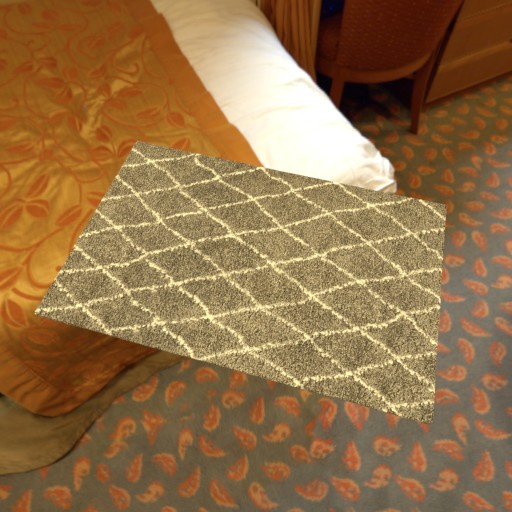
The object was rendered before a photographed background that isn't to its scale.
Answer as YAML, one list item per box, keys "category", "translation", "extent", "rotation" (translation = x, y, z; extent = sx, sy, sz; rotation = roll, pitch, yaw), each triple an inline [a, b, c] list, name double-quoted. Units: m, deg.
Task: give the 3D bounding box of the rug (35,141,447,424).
- category: "rug"
  translation: [0.000, 0.000, 3.366]
  extent: [2.743, 0.030, 1.778]
  rotation: [13, 59, 8]
